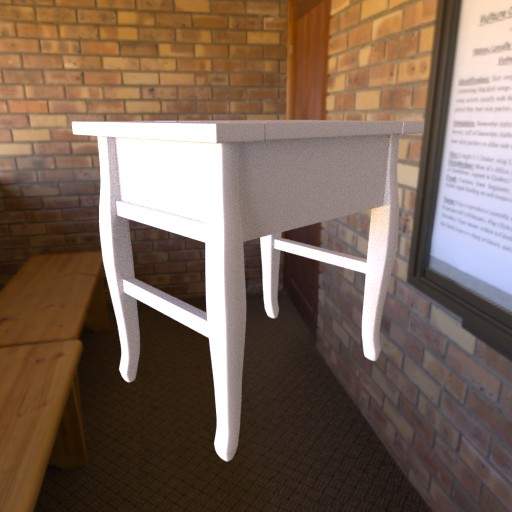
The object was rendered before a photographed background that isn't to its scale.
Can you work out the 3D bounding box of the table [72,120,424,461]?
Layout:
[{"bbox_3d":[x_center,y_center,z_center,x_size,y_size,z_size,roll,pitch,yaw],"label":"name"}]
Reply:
[{"bbox_3d":[0.000,0.000,1.034,0.599,0.605,0.463,-16,24,-42],"label":"table"}]
